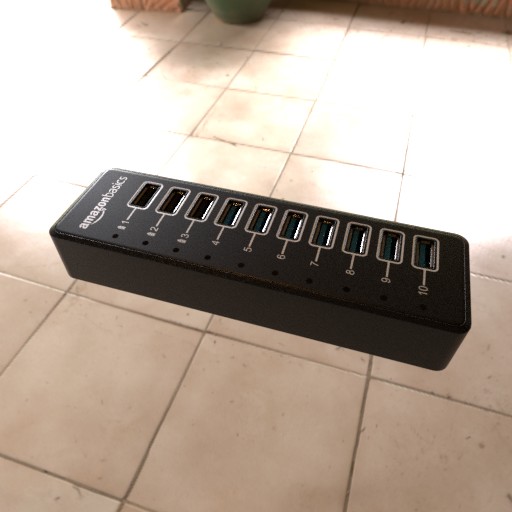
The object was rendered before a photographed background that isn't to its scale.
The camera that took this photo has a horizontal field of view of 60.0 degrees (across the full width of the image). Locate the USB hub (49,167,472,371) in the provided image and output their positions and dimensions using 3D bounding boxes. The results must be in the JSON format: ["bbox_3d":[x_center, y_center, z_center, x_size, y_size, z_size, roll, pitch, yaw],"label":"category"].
[{"bbox_3d":[0.000,0.000,0.165,0.145,0.023,0.044,13,48,12],"label":"USB hub"}]
